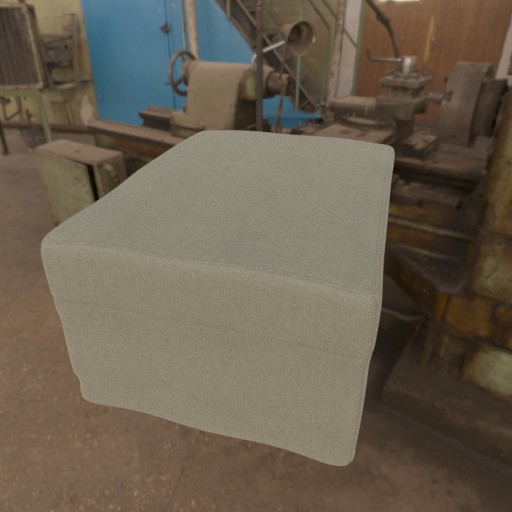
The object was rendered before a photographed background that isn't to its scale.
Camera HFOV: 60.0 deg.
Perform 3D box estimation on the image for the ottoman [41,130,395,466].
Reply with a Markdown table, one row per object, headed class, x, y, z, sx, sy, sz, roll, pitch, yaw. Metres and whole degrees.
| class | x | y | z | sx | sy | sz | roll | pitch | yaw |
| --- | --- | --- | --- | --- | --- | --- | --- | --- | --- |
| ottoman | 0.000 | 0.000 | 1.197 | 0.648 | 0.461 | 0.833 | 9 | 32 | 14 |
